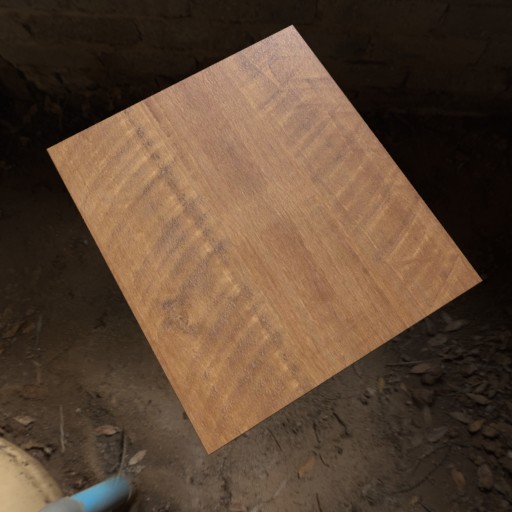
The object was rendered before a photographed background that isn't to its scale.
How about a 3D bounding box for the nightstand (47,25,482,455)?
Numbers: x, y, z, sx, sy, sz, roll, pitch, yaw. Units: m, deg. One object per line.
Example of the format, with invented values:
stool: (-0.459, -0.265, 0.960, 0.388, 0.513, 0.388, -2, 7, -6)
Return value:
nightstand: (0.000, 0.000, 0.869, 0.436, 0.491, 0.493, -30, 77, -8)
